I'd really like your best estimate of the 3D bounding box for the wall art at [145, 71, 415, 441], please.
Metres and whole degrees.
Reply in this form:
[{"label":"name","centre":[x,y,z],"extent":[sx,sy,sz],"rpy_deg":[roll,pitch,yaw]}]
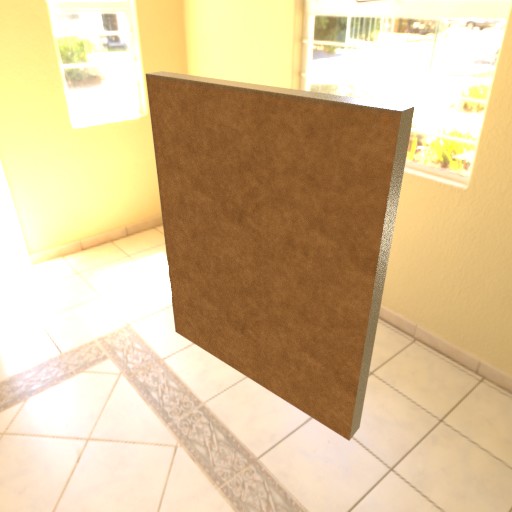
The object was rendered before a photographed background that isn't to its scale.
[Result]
[{"label":"wall art","centre":[0.000,0.000,0.767],"extent":[0.453,0.554,0.037],"rpy_deg":[23,37,34]}]
